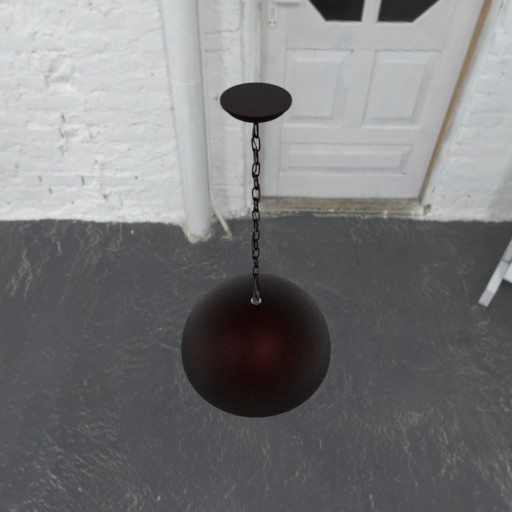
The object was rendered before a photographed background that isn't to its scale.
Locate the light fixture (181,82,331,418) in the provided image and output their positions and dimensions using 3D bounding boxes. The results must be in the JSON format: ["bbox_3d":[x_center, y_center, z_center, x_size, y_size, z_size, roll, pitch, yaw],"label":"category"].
[{"bbox_3d":[0.000,0.000,1.162,0.492,0.869,0.492,-17,49,-16],"label":"light fixture"}]
